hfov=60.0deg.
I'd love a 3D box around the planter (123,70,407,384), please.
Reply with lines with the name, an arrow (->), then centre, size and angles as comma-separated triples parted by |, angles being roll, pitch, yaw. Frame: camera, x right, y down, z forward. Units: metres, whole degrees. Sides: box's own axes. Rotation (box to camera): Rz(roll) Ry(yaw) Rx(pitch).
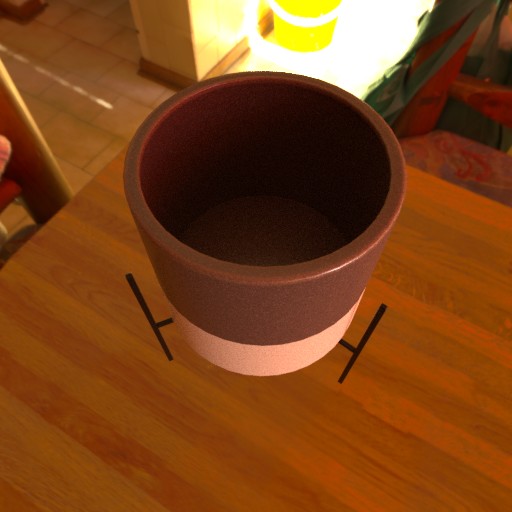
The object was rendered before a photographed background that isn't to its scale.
planter -> 0.000, 0.000, 0.521 | 0.250, 0.353, 0.260 | 1, 59, 0
